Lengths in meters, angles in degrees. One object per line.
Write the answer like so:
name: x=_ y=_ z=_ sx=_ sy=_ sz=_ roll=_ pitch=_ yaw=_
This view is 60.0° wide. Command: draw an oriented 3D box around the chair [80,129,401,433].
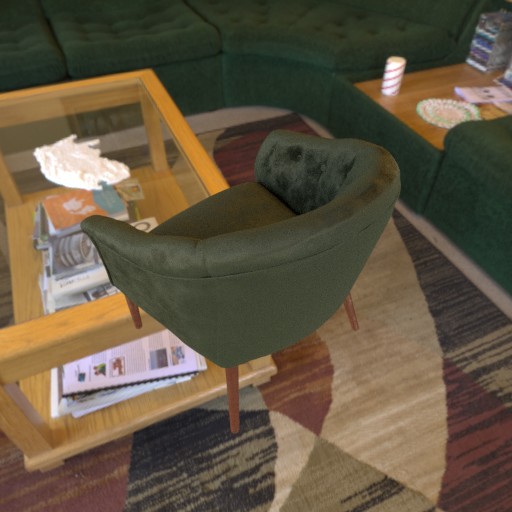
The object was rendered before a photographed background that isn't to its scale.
chair: x=0.000 y=0.000 z=1.492 sx=0.851 sy=0.885 sz=0.776 roll=-32 pitch=54 yaw=-27
